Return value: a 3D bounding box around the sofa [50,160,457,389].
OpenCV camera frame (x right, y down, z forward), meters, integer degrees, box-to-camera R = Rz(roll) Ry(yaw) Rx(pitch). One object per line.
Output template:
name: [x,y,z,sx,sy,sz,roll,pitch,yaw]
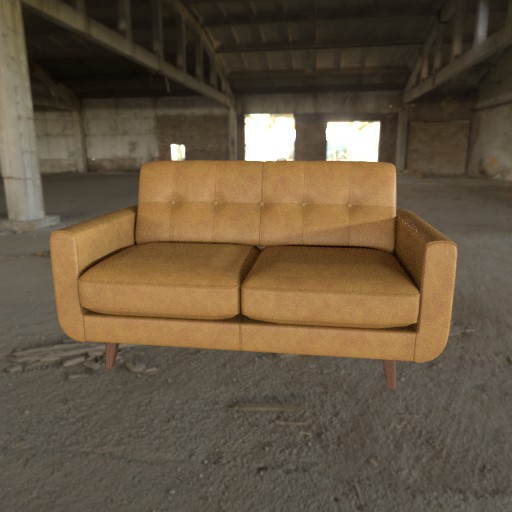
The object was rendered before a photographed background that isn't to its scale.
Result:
sofa: [0.000,0.000,2.222,1.651,0.925,0.952,2,13,8]
